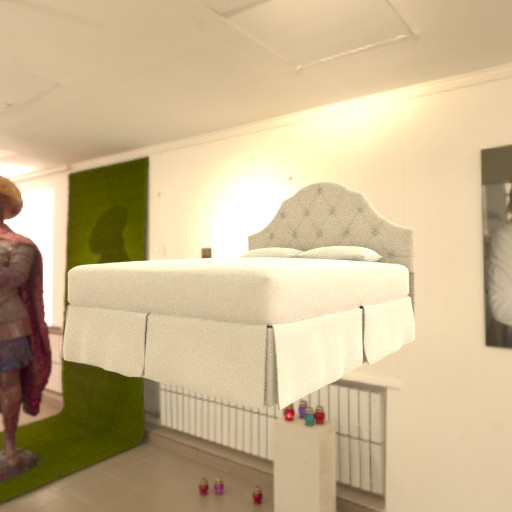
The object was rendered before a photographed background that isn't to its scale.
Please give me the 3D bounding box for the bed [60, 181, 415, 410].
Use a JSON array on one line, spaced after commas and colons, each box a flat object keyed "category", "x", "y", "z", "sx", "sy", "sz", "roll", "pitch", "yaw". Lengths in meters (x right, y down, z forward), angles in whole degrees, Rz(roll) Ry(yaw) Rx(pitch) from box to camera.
[{"category": "bed", "x": 0.000, "y": 0.000, "z": 3.808, "sx": 2.039, "sy": 1.617, "sz": 2.477, "roll": 0, "pitch": -1, "yaw": 36}]
